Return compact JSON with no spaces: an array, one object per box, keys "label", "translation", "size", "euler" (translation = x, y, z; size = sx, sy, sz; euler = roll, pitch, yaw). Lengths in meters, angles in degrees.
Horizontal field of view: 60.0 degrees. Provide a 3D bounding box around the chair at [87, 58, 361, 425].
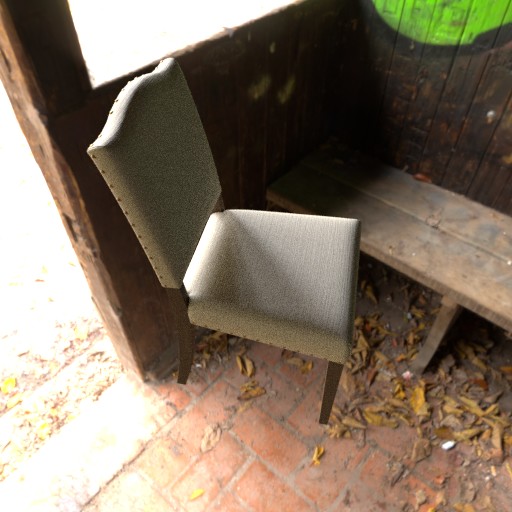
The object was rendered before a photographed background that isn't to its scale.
[{"label":"chair","translation":[0.000,0.000,1.330],"size":[0.619,1.015,0.508],"euler":[9,47,8]}]
